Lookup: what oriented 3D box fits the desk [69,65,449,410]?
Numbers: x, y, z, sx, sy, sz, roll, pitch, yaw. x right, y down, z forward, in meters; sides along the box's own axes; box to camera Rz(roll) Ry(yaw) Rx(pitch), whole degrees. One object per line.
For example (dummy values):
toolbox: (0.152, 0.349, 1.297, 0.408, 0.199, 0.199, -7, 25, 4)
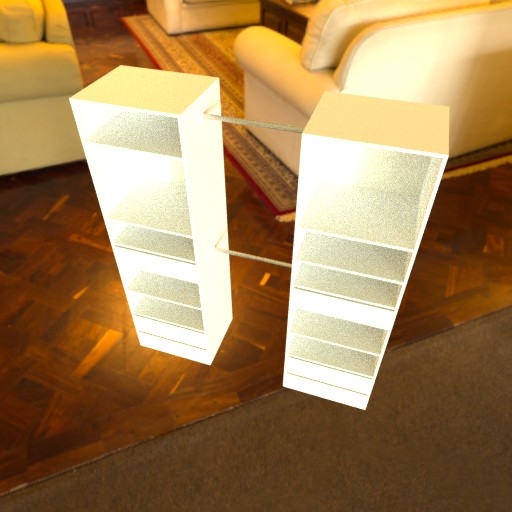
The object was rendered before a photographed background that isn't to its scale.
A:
desk: (0.000, 0.000, 2.808, 1.770, 2.000, 0.480, 12, 44, 13)
